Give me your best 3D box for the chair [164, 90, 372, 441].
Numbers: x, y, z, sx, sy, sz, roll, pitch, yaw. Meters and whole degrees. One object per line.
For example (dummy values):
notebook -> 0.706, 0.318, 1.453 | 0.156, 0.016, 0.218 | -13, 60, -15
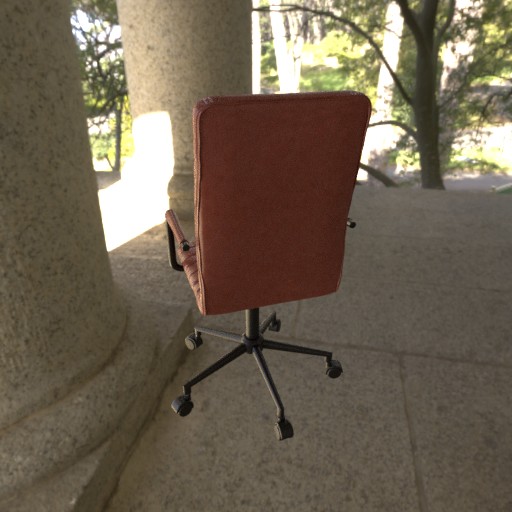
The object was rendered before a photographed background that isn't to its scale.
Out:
chair -> 0.000, 0.000, 1.346 | 0.608, 0.979, 0.580 | -8, 28, -16
